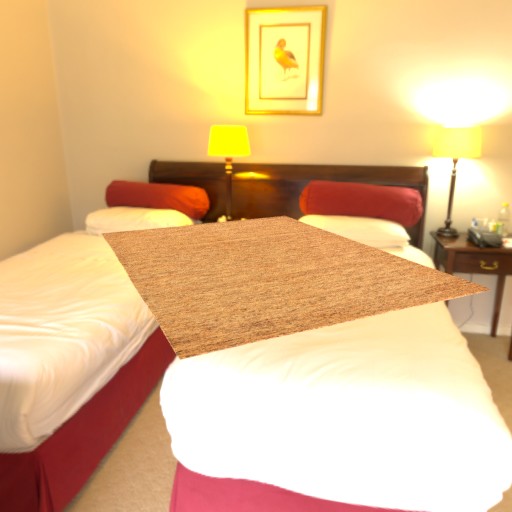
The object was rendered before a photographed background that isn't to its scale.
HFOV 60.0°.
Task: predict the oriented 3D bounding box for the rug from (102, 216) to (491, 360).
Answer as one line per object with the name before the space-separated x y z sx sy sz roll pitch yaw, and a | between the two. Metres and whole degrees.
rug | 0.000 0.000 4.256 2.438 0.012 3.200 -8 18 -25
